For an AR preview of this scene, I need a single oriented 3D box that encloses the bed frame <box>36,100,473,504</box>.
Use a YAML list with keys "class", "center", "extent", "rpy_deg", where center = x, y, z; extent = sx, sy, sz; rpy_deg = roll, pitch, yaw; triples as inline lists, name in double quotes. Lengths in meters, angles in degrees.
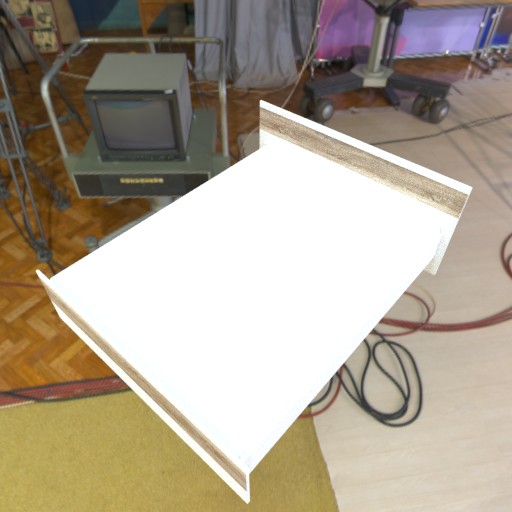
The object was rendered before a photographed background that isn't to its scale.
- class: "bed frame"
  center: [0.000, 0.000, 2.861]
  extent: [1.720, 0.800, 2.060]
  rpy_deg: [32, 54, 28]
